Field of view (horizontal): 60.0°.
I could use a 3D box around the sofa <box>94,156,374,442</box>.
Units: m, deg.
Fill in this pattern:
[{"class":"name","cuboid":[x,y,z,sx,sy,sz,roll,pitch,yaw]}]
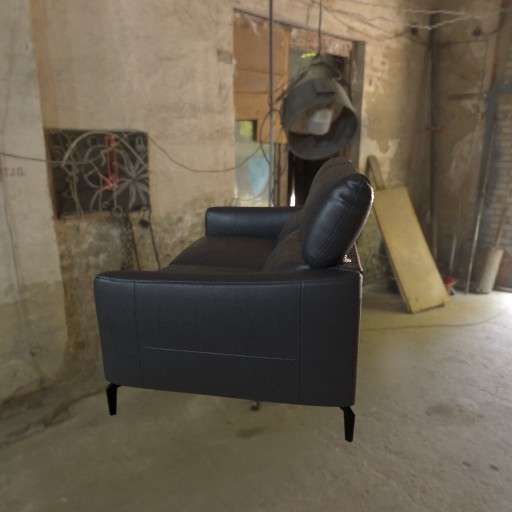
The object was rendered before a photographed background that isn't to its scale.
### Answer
[{"class":"sofa","cuboid":[0.000,0.000,2.193,0.958,0.920,1.596,2,15,9]}]
